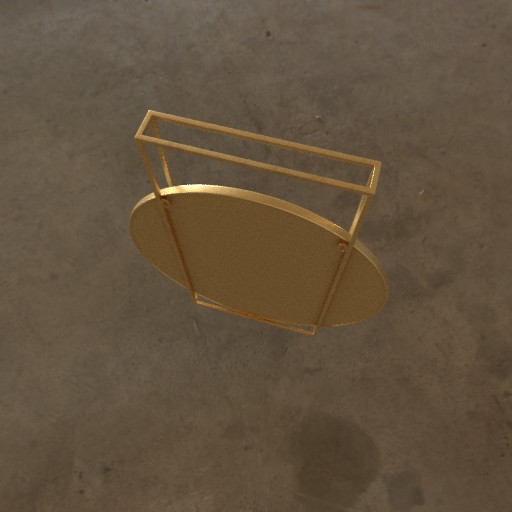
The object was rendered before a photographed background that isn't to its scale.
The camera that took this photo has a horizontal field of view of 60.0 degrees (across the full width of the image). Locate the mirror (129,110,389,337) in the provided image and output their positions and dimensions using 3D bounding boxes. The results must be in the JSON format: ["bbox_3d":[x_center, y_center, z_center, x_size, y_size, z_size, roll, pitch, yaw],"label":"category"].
[{"bbox_3d":[0.000,0.000,0.836,0.508,0.603,0.051,15,64,7],"label":"mirror"}]
